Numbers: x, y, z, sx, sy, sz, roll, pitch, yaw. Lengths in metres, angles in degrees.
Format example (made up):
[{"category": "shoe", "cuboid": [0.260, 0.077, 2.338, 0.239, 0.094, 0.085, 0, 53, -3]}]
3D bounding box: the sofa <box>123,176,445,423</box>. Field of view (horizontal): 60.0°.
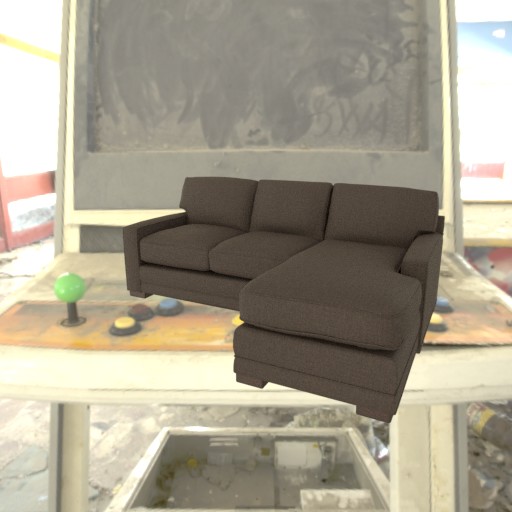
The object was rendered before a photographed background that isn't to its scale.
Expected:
[{"category": "sofa", "cuboid": [0.000, 0.000, 3.208, 2.370, 0.973, 1.790, 7, 16, 26]}]
